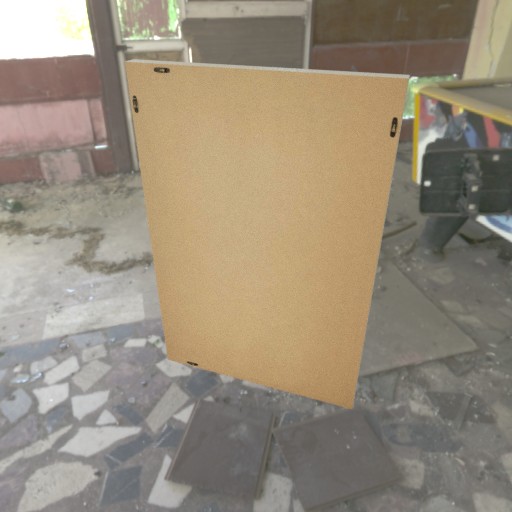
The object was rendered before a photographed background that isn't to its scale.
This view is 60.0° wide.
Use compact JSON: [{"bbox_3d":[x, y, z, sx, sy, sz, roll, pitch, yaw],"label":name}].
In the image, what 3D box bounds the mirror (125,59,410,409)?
[{"bbox_3d":[0.000,0.000,1.157,0.609,0.914,0.041,10,33,16],"label":"mirror"}]
